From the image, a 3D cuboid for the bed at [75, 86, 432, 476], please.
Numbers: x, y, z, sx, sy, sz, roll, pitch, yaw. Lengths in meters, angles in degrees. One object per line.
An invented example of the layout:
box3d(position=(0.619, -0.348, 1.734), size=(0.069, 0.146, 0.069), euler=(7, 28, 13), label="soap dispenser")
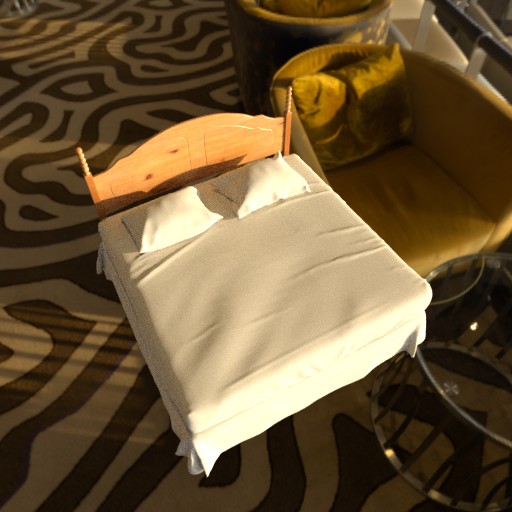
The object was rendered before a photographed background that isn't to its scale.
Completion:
box3d(position=(0.000, 0.000, 3.515), size=(2.322, 1.355, 2.219), euler=(-23, 53, -18), label="bed")
